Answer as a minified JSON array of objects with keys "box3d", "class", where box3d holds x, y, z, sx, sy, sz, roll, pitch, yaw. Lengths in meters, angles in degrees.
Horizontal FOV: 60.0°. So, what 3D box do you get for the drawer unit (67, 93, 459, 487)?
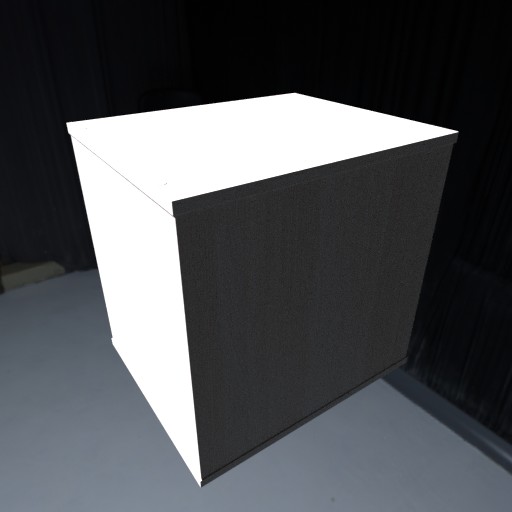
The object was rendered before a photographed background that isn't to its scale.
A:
[{"box3d":[0.000,0.000,0.597,0.349,0.344,0.290,-19,35,-30],"class":"drawer unit"}]
